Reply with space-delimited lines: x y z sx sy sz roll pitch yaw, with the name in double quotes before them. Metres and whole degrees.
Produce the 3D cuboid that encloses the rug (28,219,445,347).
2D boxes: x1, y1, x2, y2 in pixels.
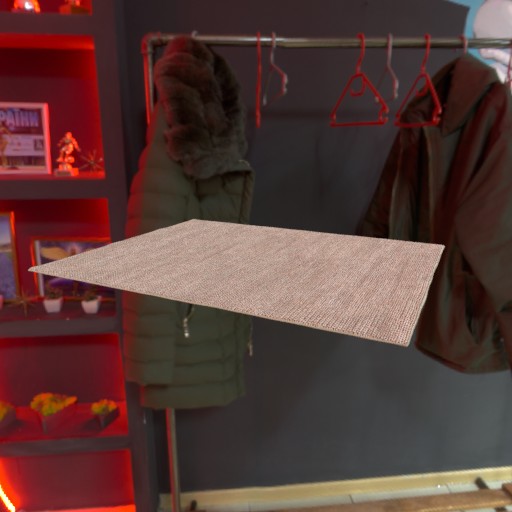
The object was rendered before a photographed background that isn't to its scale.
"rug" 0.000 0.000 4.084 3.052 0.030 2.429 8 17 26
